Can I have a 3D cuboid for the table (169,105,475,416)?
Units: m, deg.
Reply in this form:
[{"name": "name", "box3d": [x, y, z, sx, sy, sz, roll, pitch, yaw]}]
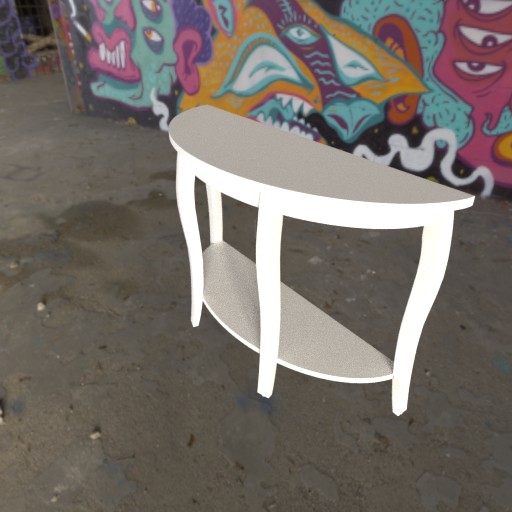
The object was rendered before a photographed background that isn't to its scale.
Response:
[{"name": "table", "box3d": [0.000, 0.000, 1.575, 0.394, 0.780, 1.219, -21, 37, -31]}]
